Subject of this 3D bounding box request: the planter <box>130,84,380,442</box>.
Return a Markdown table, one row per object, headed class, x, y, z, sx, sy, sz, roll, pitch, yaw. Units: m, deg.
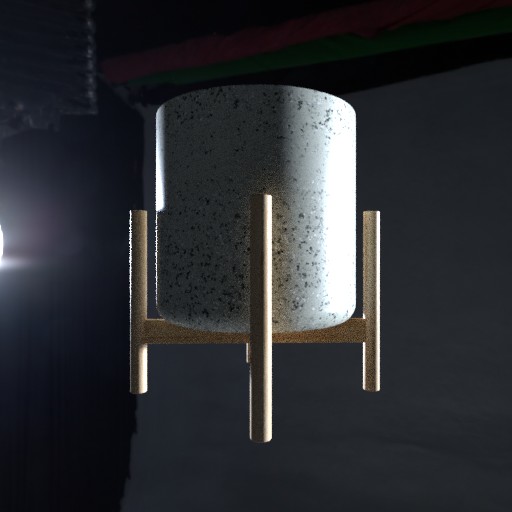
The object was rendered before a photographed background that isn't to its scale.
| class | x | y | z | sx | sy | sz | roll | pitch | yaw |
| --- | --- | --- | --- | --- | --- | --- | --- | --- | --- |
| planter | 0.000 | 0.000 | 0.691 | 0.360 | 0.419 | 0.360 | 0 | 0 | 21 |
